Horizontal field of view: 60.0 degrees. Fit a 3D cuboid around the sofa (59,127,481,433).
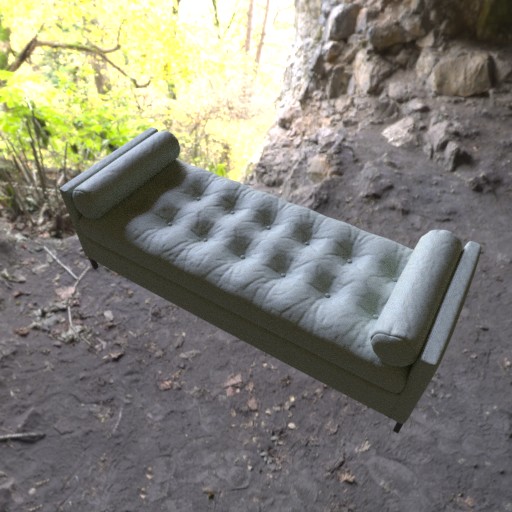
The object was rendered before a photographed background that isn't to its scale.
[{"bbox_3d":[0.000,0.000,2.479,2.102,0.705,0.796,24,51,21],"label":"sofa"}]
